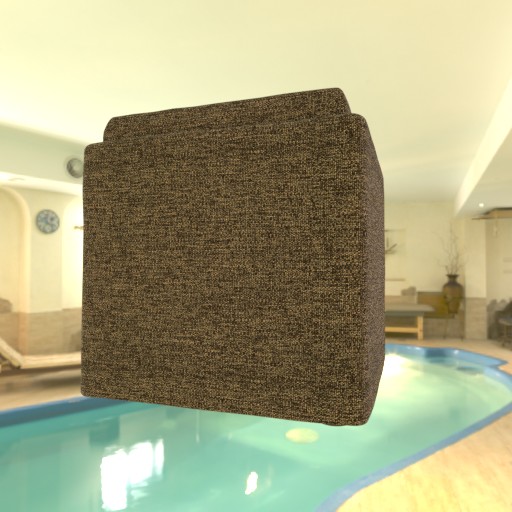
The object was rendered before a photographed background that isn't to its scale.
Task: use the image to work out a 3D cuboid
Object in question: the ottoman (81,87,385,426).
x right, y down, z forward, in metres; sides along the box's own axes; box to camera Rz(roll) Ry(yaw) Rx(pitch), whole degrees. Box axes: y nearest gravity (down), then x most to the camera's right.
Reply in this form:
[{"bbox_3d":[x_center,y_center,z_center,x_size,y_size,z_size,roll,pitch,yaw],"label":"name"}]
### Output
[{"bbox_3d":[0.000,0.000,0.834,0.450,0.463,0.450,-1,-2,19],"label":"ottoman"}]
